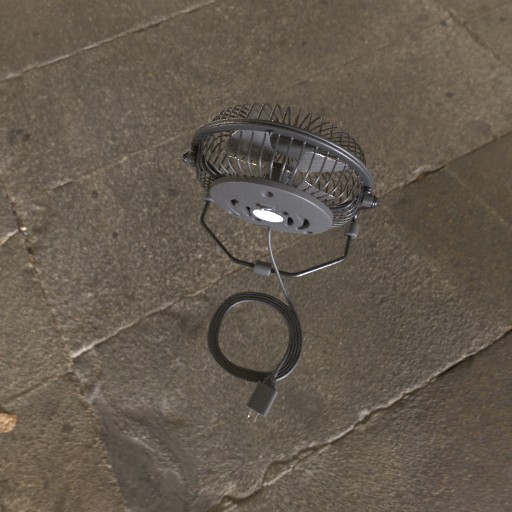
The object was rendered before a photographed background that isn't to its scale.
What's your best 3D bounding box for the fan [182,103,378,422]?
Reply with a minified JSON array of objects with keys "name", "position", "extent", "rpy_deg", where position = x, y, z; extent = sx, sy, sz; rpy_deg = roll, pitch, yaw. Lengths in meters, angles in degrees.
[{"name":"fan","position":[0.000,0.000,0.311],"extent":[0.153,0.152,0.202],"rpy_deg":[14,66,7]}]
